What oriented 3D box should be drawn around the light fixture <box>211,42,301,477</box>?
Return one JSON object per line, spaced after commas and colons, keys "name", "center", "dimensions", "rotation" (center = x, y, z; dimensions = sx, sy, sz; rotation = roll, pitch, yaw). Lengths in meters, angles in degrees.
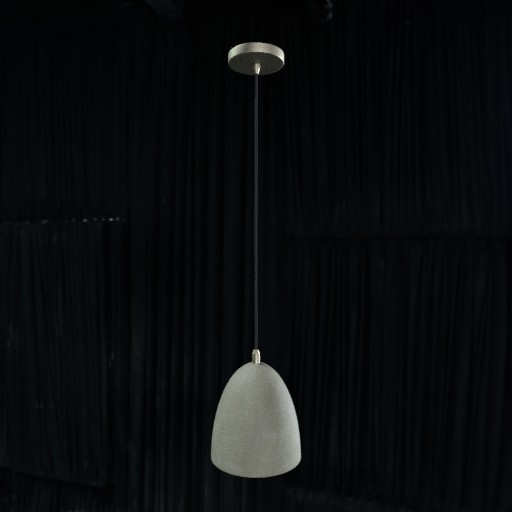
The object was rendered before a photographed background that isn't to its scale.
{"name": "light fixture", "center": [0.000, 0.000, 0.842], "dimensions": [0.170, 0.759, 0.170], "rotation": [0, 1, 16]}
